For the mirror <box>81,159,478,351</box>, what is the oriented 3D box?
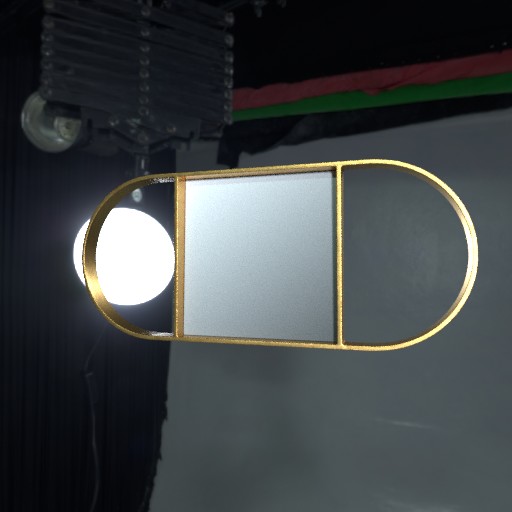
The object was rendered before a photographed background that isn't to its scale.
[{"bbox_3d":[0.000,0.000,0.648,0.584,0.254,0.032,-1,-2,17],"label":"mirror"}]
